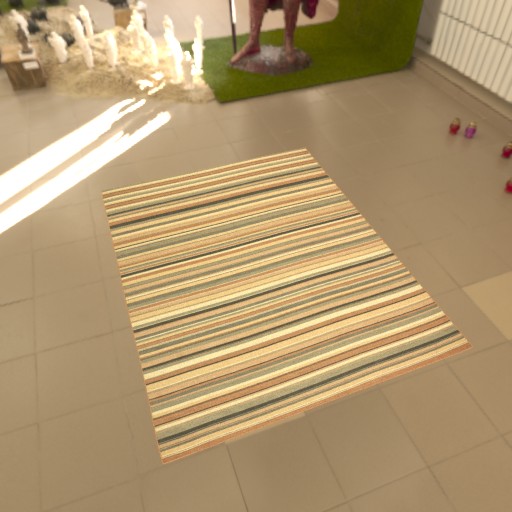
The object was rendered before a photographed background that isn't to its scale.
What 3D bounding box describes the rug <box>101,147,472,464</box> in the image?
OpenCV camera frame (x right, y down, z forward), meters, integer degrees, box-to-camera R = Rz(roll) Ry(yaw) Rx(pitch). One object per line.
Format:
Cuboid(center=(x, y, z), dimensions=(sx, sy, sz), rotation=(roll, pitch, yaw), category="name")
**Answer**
Cuboid(center=(0.000, 0.000, 4.111), dimensions=(2.436, 0.011, 3.045), rotation=(-15, 48, -14), category="rug")
